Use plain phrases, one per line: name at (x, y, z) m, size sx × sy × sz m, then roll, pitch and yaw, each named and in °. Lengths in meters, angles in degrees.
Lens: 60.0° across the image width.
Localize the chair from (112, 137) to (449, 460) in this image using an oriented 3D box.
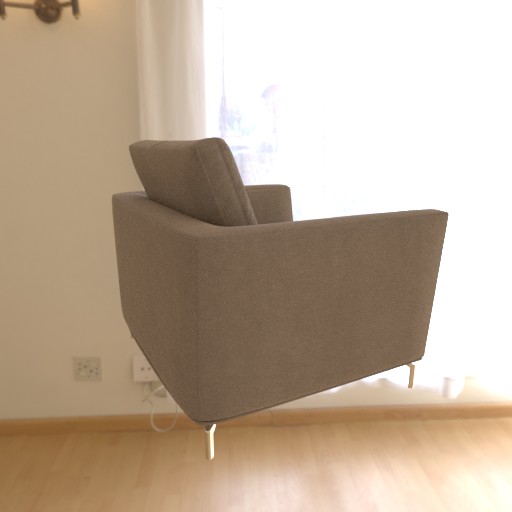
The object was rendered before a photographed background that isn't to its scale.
chair at (0.000, 0.000, 1.679) m, size 0.889 × 0.864 × 1.041 m, roll -8°, pitch 17°, yaw -27°
